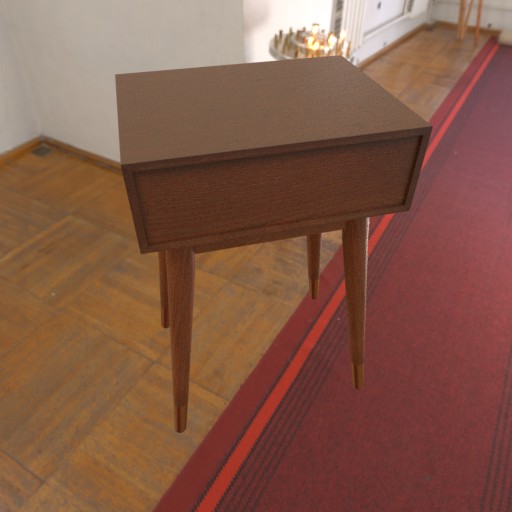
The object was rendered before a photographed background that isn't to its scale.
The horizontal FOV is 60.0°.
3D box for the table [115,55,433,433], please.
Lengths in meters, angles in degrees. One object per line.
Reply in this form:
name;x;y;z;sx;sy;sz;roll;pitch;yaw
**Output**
table;0.000;0.000;0.826;0.406;0.599;0.300;-10;42;-11
